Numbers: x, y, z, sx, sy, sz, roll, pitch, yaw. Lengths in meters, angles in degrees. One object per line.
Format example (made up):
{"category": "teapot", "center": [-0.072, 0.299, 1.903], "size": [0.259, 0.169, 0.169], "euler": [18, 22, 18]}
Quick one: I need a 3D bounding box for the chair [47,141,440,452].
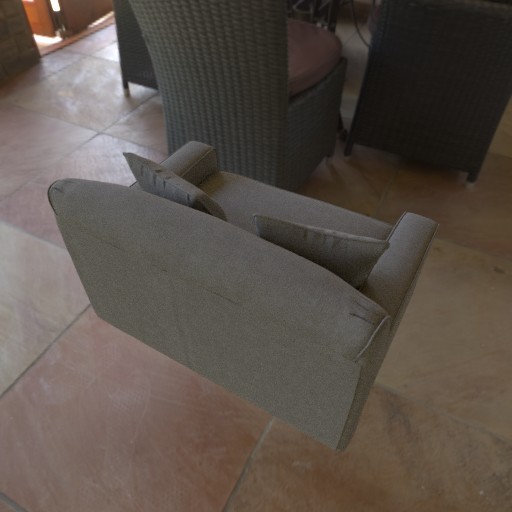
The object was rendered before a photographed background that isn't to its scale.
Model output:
{"category": "chair", "center": [0.000, 0.000, 2.054], "size": [1.395, 0.953, 0.992], "euler": [23, 50, 21]}
